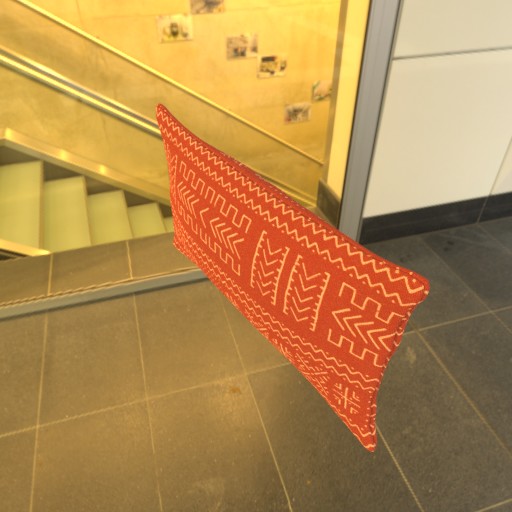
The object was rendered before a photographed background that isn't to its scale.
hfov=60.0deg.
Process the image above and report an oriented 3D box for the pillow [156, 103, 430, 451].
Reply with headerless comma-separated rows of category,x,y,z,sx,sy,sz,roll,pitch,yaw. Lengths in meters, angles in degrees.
pillow,0.000,0.000,0.774,0.130,0.352,0.640,-25,46,-27
